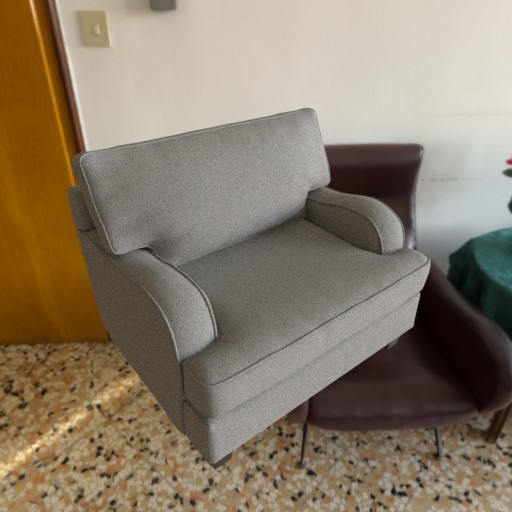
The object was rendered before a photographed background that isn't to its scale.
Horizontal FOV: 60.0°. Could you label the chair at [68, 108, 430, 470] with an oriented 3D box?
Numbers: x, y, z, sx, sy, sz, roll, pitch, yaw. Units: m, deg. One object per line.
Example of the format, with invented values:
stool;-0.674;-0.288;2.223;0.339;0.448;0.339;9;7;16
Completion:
chair;0.000;0.000;1.952;1.220;1.016;1.040;-22;38;-32
